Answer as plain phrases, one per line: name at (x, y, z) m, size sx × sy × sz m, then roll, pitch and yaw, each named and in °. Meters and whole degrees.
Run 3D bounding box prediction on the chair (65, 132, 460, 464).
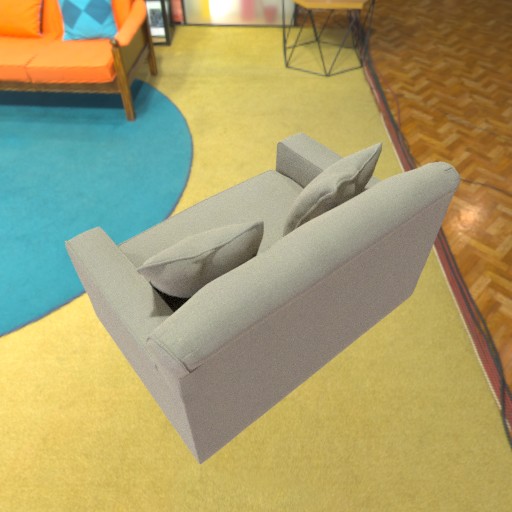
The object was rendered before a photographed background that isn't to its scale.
chair at (0.000, 0.000, 2.048) m, size 1.383 × 0.948 × 1.000 m, roll -31°, pitch 54°, yaw -26°
